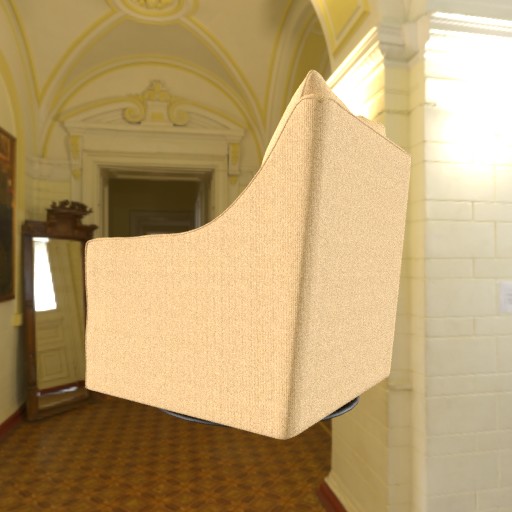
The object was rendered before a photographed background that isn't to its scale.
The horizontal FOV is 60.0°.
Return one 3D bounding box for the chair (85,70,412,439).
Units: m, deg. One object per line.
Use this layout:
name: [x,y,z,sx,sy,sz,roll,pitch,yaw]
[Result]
chair: [0.000,0.000,1.530,0.876,0.927,0.760,-1,-1,35]
